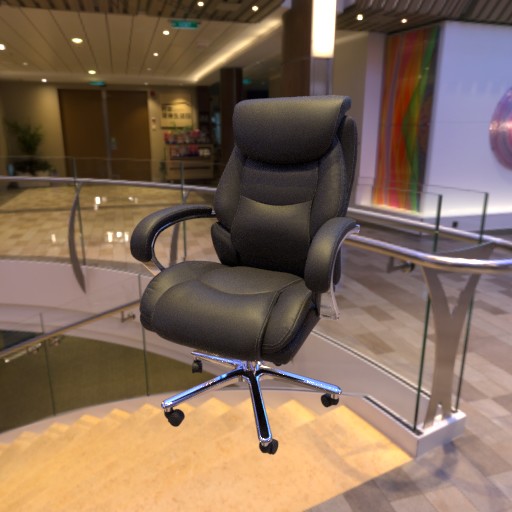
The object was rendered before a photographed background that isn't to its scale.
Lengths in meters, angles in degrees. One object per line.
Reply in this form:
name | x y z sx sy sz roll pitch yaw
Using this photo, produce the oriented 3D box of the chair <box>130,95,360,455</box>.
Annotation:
chair | 0.000 0.000 1.681 0.755 1.183 0.790 8 18 26
